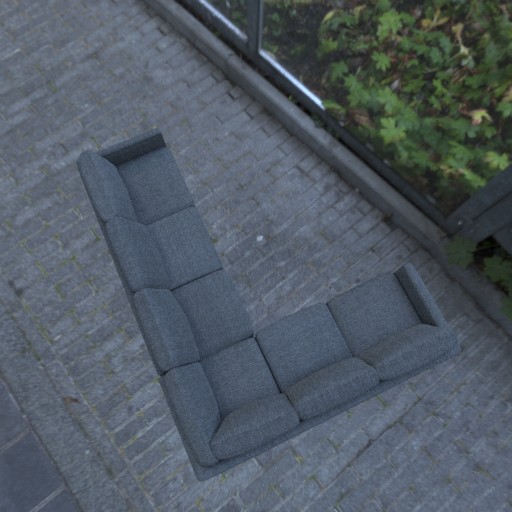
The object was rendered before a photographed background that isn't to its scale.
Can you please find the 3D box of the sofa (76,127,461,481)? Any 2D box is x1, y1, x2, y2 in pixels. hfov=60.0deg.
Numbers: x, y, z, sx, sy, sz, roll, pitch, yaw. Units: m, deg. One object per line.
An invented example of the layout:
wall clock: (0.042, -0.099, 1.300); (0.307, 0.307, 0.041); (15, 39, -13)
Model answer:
sofa: (0.000, 0.000, 4.438); (2.593, 0.947, 3.302); (-24, 75, -7)
